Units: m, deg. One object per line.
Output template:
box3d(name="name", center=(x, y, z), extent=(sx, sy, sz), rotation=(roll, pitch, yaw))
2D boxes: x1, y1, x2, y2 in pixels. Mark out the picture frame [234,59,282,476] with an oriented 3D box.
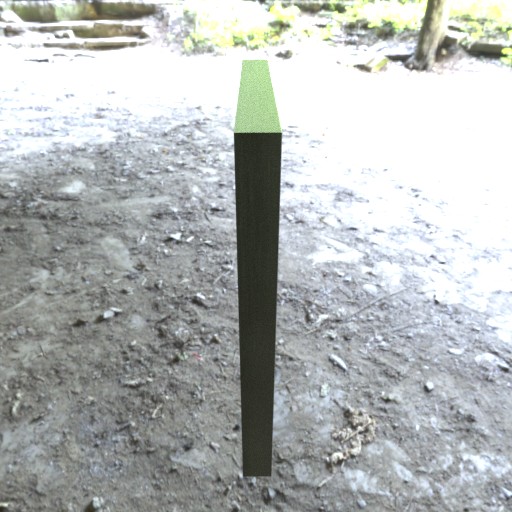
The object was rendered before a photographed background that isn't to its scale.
box3d(name="picture frame", center=(0.000, 0.000, 0.755), extent=(0.046, 0.555, 0.449), rotation=(0, 32, 0))
